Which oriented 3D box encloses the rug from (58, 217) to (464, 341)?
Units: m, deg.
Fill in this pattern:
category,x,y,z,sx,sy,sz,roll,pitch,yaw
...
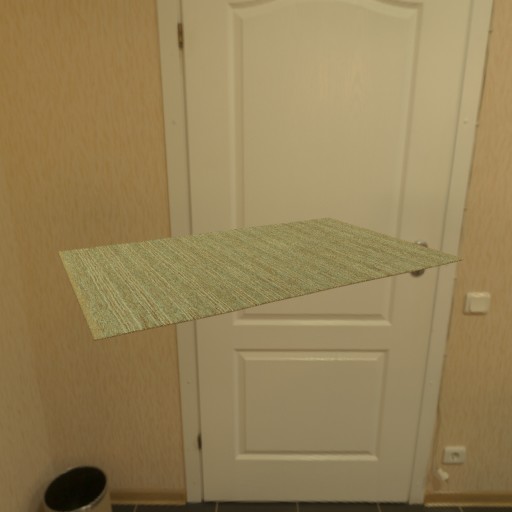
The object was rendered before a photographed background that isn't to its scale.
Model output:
category,x,y,z,sx,sy,sz,roll,pitch,yaw
rug,0.000,0.000,3.137,2.448,0.012,1.540,-9,19,-27
